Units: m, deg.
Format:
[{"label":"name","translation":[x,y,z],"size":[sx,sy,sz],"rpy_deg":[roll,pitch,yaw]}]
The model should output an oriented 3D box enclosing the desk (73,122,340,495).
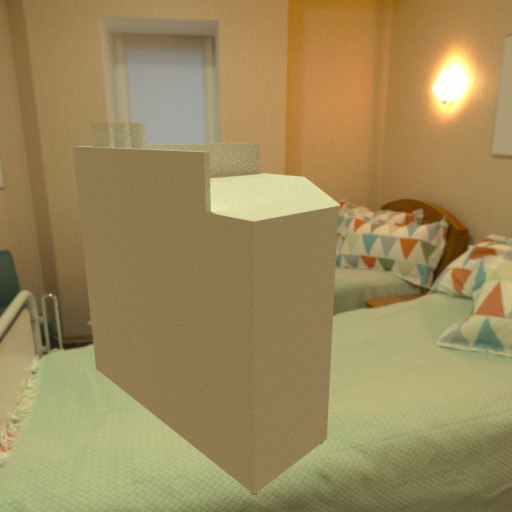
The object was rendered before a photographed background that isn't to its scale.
[{"label":"desk","translation":[0.000,0.000,1.709],"size":[0.940,0.986,0.940],"rpy_deg":[-15,21,-43]}]
